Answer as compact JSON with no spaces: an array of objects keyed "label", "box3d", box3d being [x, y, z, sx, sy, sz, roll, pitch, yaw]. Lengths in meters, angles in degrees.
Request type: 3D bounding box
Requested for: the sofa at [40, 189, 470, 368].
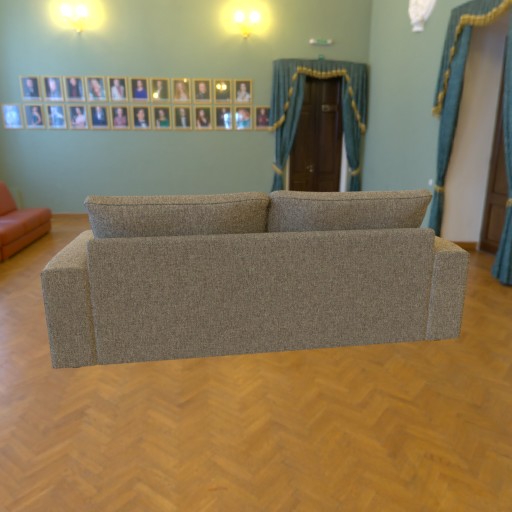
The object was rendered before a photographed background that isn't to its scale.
[{"label":"sofa","box3d":[0.000,0.000,2.850,2.299,0.922,1.040,-2,15,-9]}]
